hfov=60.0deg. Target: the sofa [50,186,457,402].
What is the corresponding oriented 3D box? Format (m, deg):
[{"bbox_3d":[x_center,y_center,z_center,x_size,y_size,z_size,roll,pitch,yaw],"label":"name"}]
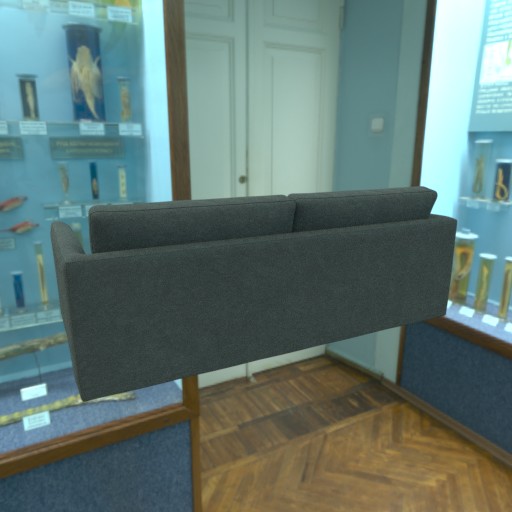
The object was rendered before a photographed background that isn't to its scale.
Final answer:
[{"bbox_3d":[0.000,0.000,2.748,2.257,0.838,1.092,-7,16,-26],"label":"sofa"}]
